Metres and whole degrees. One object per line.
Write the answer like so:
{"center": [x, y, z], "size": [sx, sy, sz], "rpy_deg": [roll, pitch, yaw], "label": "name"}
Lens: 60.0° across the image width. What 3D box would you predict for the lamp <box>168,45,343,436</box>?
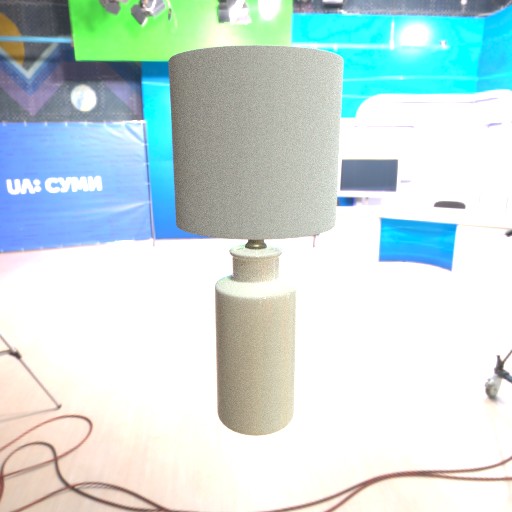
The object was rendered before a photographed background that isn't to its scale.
{"center": [0.000, 0.000, 0.608], "size": [0.212, 0.493, 0.212], "rpy_deg": [14, 20, 42], "label": "lamp"}
